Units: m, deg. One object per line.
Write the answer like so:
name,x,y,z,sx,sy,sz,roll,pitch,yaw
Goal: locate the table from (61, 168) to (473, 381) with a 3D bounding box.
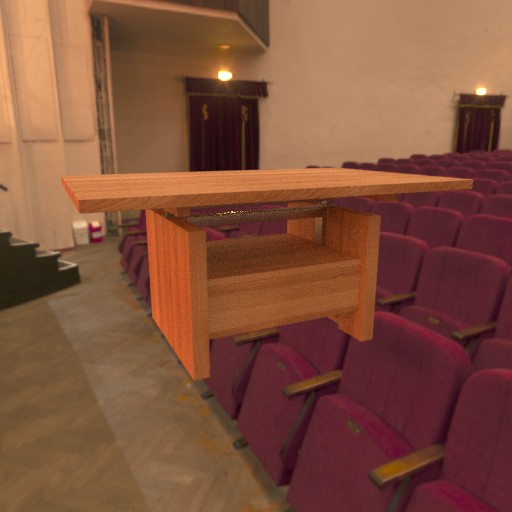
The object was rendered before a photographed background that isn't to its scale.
table,0.000,0.000,1.459,1.100,0.510,0.700,-7,16,-25
